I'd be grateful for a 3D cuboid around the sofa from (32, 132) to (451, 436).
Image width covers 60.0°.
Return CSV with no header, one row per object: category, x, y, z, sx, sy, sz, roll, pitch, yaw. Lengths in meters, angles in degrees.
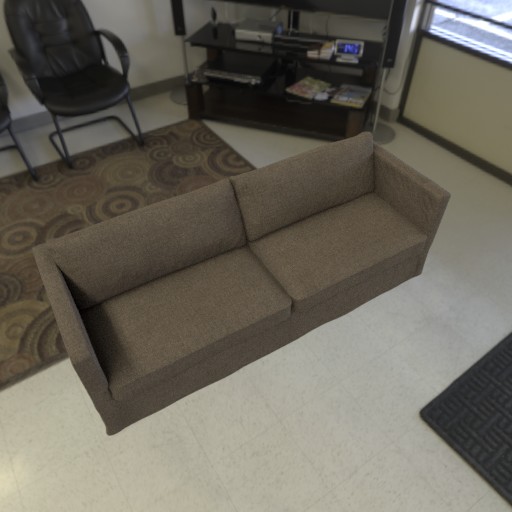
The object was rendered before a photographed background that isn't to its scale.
sofa,0.000,0.000,3.254,2.779,0.998,1.036,-23,50,-21
